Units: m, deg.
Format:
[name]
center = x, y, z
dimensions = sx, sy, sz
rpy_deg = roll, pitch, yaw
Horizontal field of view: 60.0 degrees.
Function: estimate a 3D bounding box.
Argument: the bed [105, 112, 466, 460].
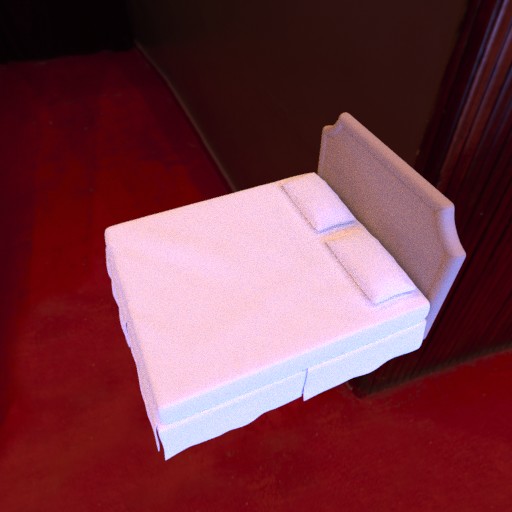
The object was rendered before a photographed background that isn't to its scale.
[bed]
center = 0.000, 0.000, 4.235
dimensions = 2.773, 1.590, 2.350
rpy_deg = -18, 49, -16
